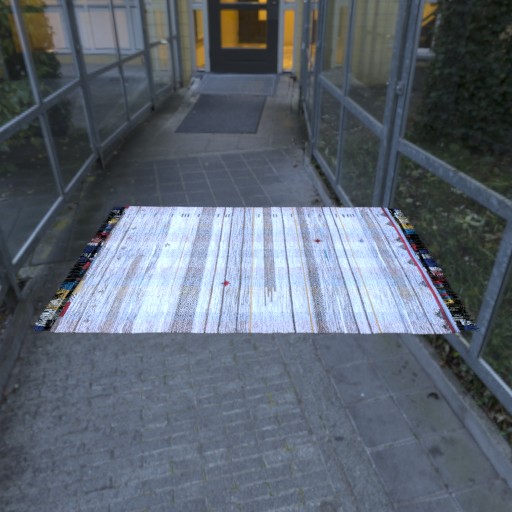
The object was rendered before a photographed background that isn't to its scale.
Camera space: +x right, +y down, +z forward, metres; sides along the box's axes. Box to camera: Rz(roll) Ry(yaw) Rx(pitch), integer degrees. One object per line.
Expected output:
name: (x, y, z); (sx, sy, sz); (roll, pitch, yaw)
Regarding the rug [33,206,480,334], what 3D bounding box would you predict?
rug: (0.000, 0.000, 2.307); (1.848, 0.012, 1.217); (0, 31, 0)
